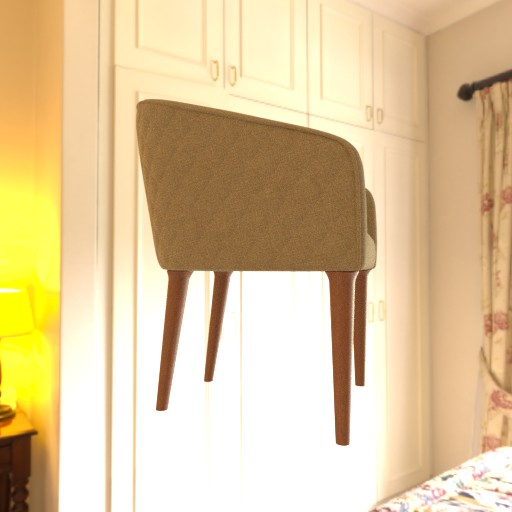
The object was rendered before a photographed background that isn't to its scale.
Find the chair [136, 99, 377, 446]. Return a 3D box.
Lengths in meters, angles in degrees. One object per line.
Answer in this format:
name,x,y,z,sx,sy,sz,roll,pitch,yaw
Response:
chair,0.000,0.000,1.202,0.616,0.775,0.584,0,-1,17
